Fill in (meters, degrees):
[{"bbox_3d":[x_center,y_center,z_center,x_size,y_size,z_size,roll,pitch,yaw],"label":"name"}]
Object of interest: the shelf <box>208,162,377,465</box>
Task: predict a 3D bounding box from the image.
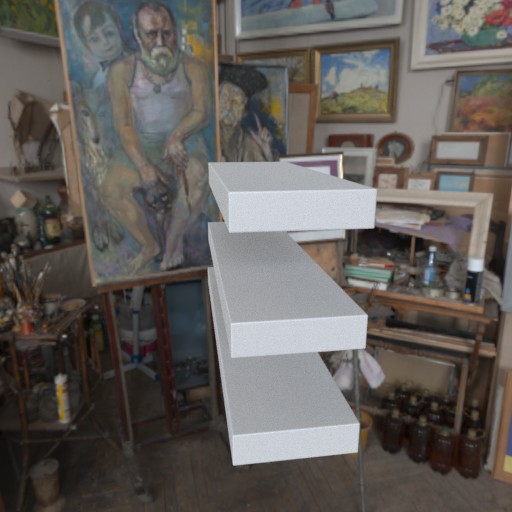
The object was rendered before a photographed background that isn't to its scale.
[{"bbox_3d":[0.000,0.000,0.734,0.140,0.293,0.610,-2,16,-8],"label":"shelf"}]
